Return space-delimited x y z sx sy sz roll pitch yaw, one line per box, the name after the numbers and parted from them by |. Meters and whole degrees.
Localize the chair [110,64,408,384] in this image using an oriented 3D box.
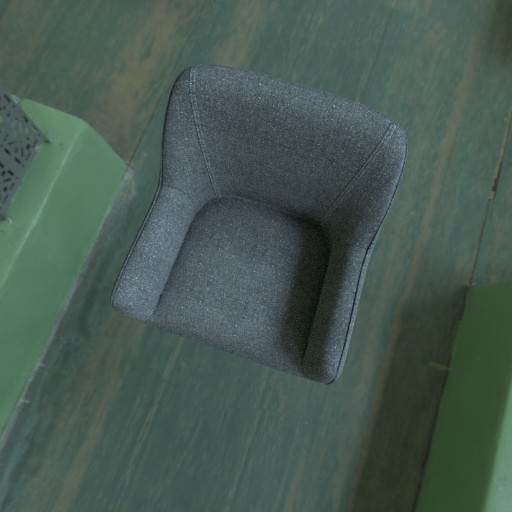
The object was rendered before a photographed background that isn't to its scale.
0.000 0.000 1.175 0.543 0.803 0.519 18 76 5 | chair
